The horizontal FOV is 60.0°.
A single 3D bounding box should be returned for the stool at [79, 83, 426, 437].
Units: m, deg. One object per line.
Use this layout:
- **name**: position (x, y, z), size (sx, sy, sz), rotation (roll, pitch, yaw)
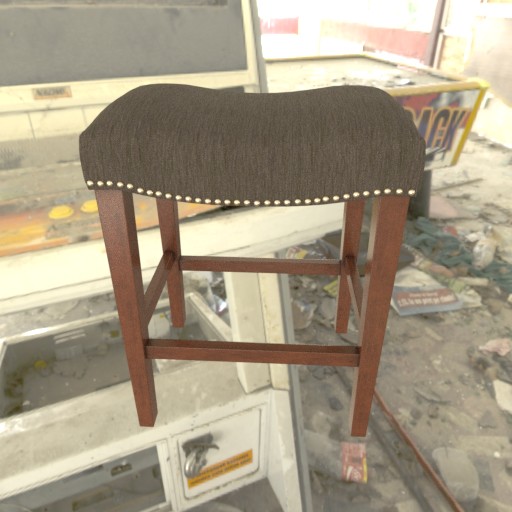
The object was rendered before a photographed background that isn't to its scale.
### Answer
- **stool**: position (0.000, 0.000, 0.926), size (0.504, 0.654, 0.372), rotation (2, 31, 3)
